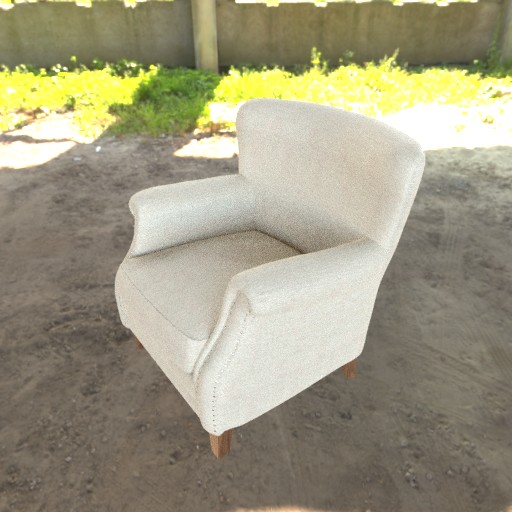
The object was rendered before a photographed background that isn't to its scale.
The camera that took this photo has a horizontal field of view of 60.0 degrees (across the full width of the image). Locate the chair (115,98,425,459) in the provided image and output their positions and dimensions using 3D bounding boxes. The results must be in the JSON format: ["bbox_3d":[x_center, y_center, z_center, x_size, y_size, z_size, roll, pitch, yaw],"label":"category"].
[{"bbox_3d":[0.000,0.000,1.623,0.921,0.936,0.861,-21,37,-31],"label":"chair"}]
